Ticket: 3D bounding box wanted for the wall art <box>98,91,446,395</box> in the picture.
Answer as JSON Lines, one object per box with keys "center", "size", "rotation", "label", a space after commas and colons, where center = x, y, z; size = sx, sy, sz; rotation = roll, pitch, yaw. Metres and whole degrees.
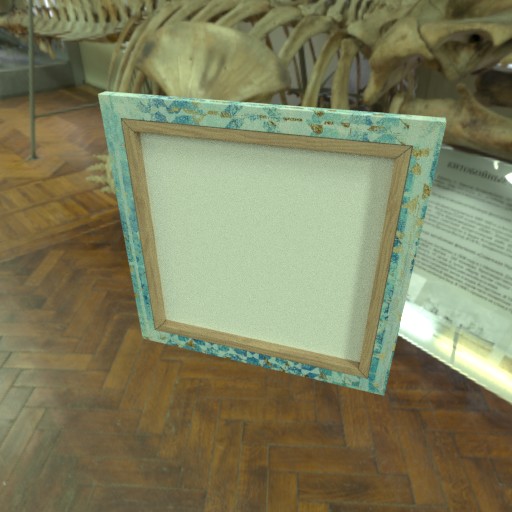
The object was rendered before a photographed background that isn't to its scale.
{"center": [0.000, 0.000, 1.380], "size": [0.916, 0.916, 0.040], "rotation": [10, 34, 15], "label": "wall art"}
